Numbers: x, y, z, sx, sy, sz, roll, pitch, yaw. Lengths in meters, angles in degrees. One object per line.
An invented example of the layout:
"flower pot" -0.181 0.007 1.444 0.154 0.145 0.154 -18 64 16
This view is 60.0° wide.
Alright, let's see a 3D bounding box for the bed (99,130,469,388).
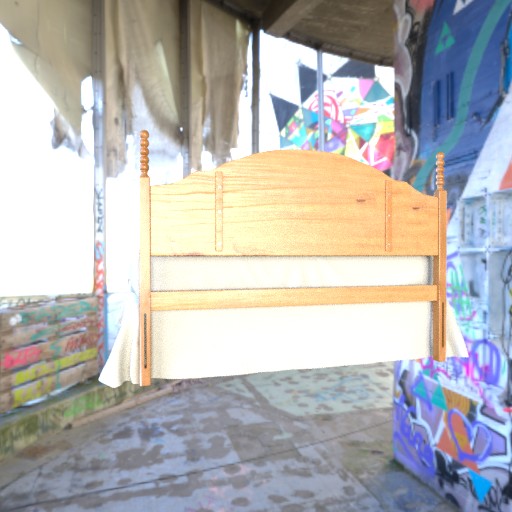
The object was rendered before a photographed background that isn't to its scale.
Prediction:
"bed" 0.000 0.000 3.642 2.322 1.355 2.219 0 0 -16
